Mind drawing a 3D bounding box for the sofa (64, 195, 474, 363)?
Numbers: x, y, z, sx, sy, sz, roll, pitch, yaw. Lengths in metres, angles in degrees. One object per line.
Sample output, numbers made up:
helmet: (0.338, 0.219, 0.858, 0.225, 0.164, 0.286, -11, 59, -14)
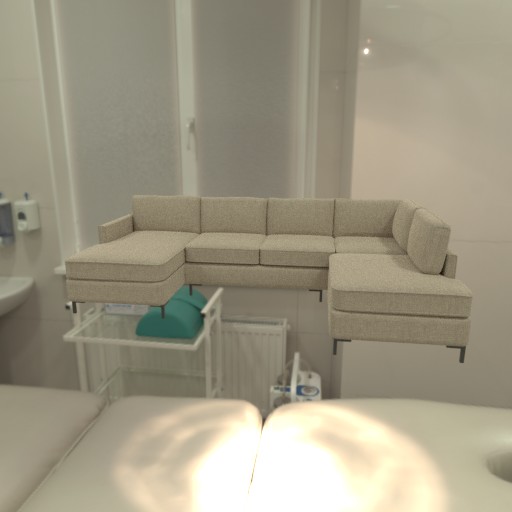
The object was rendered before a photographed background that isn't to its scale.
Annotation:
sofa: (0.000, 0.000, 4.323, 3.423, 0.996, 2.021, 2, 15, 8)
